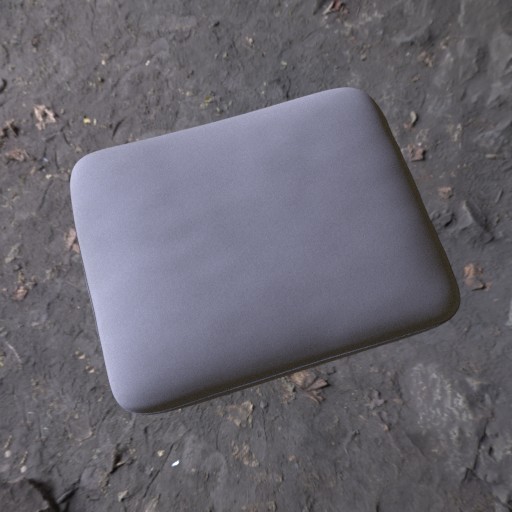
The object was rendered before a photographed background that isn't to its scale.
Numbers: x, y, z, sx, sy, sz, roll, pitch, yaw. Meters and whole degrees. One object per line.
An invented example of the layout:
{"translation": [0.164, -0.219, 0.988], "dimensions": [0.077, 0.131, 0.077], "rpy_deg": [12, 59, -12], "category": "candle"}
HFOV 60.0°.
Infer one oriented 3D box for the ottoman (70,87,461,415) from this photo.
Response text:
{"translation": [0.000, 0.000, 1.115], "dimensions": [0.747, 0.478, 0.593], "rpy_deg": [-17, 76, -4], "category": "ottoman"}
